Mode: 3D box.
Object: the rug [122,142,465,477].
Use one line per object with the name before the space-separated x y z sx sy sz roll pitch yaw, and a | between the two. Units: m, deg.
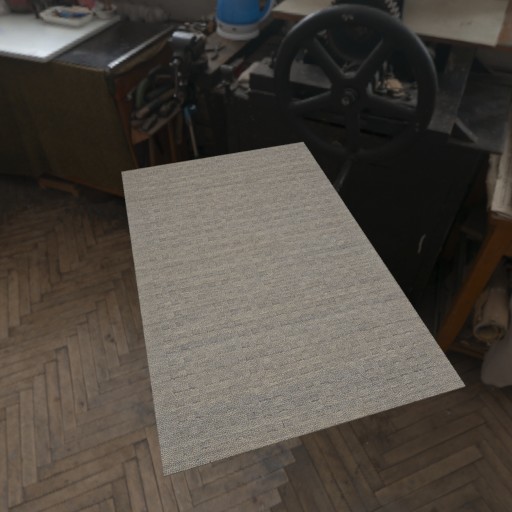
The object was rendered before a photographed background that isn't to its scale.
rug | 0.000 0.000 2.147 1.142 0.006 1.752 -12 48 -11
